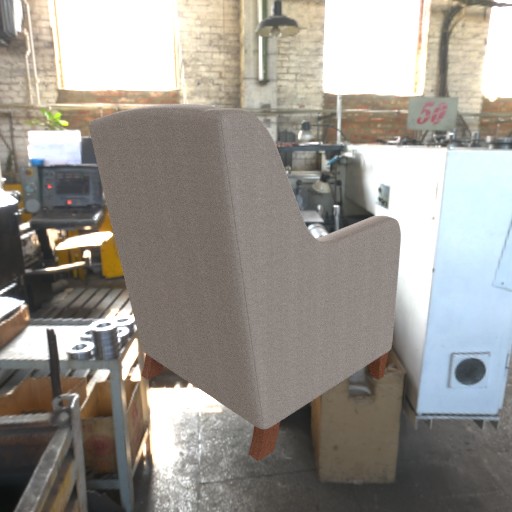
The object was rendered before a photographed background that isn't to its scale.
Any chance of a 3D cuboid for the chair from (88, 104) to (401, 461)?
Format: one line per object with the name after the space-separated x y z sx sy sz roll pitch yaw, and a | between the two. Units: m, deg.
0.000 0.000 1.635 0.890 1.017 0.715 -13 20 -42 | chair
